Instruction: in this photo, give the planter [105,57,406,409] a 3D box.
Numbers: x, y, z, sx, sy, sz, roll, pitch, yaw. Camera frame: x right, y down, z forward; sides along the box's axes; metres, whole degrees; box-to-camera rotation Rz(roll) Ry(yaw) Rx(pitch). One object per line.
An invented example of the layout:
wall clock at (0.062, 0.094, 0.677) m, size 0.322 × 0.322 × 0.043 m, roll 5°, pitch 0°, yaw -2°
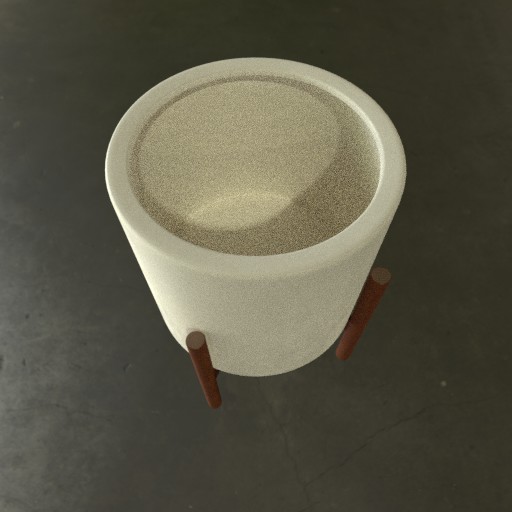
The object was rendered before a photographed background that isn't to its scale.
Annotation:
planter at (0.000, 0.000, 0.869) m, size 0.420 × 0.581 × 0.421 m, roll -16°, pitch 60°, yaw -9°
